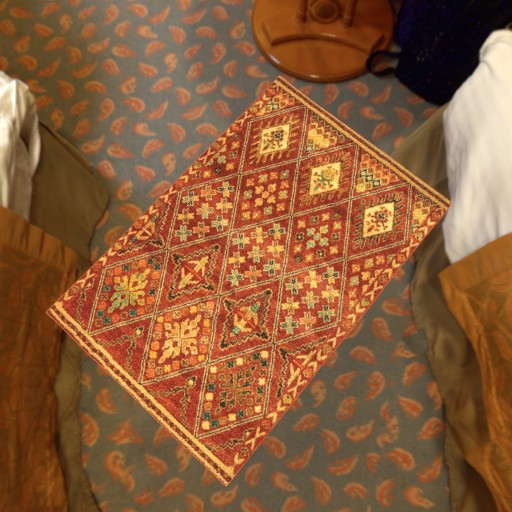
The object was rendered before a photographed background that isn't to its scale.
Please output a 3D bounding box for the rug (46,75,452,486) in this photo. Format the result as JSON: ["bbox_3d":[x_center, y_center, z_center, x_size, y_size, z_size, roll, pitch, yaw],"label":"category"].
[{"bbox_3d":[0.000,0.000,2.871,1.521,0.026,2.286,40,78,10],"label":"rug"}]
